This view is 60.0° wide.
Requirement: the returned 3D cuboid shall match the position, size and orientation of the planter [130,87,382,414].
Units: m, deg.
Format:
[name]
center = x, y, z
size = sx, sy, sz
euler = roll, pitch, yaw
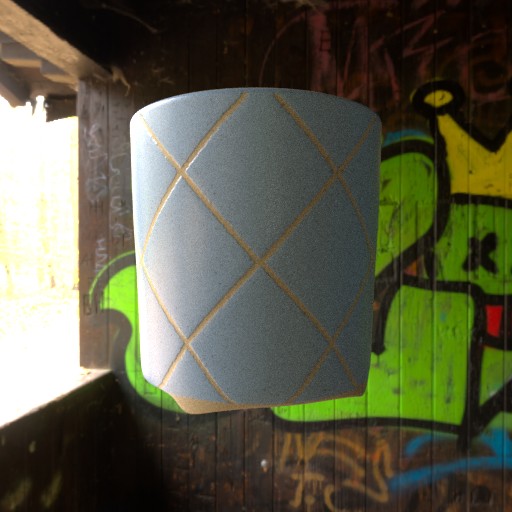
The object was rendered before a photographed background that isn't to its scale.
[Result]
[planter]
center = 0.000, 0.000, 0.418
size = 0.227, 0.235, 0.227
euler = 0, 1, 0
